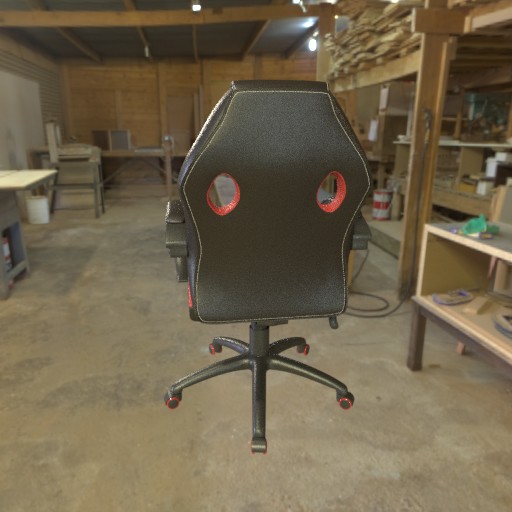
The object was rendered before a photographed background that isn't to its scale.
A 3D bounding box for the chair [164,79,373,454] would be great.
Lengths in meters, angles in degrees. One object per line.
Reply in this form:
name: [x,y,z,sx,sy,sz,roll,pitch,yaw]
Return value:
chair: [0.000,0.000,1.688,0.750,1.189,0.783,-2,16,-8]
